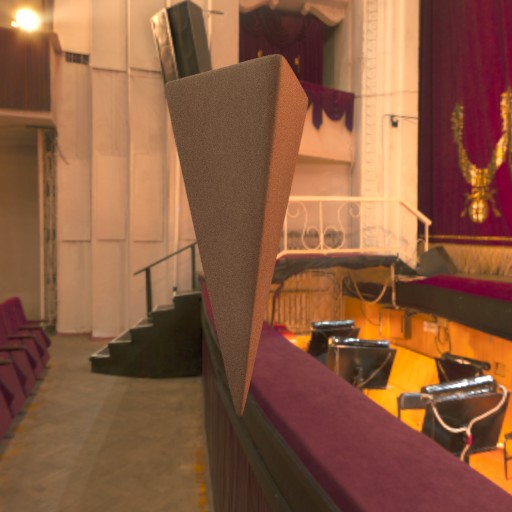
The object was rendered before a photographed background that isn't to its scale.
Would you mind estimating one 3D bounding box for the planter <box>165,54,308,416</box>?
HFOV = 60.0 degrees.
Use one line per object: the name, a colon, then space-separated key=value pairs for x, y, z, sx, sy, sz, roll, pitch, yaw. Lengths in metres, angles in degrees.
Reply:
planter: x=0.000 y=0.000 z=0.271 sx=0.101 sy=0.224 sz=0.081 roll=0 pitch=1 yaw=-18
